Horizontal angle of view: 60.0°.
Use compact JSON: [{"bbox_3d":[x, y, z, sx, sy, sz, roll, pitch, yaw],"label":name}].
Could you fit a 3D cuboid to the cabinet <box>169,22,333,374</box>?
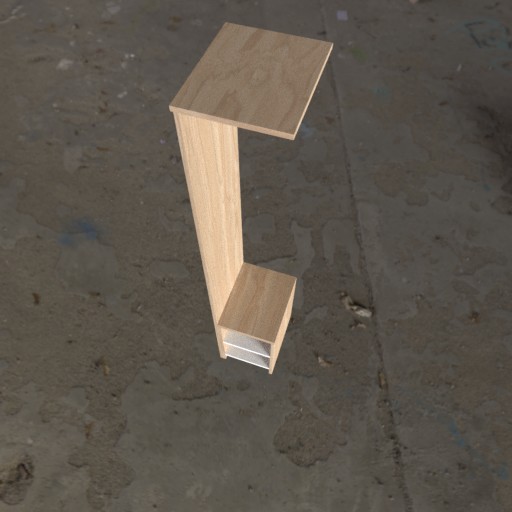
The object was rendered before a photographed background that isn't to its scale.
[{"bbox_3d":[0.000,0.000,2.014,0.338,1.879,0.411,16,59,10],"label":"cabinet"}]
